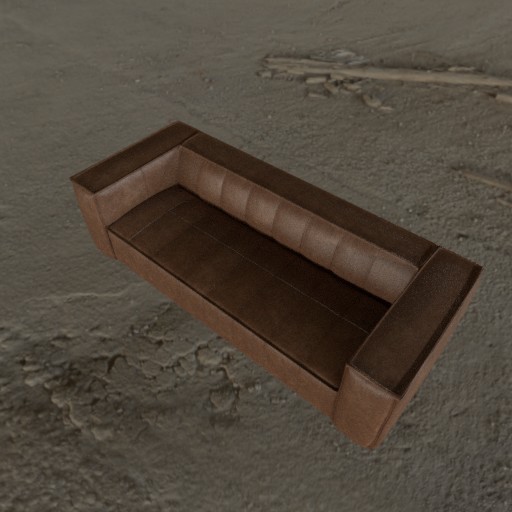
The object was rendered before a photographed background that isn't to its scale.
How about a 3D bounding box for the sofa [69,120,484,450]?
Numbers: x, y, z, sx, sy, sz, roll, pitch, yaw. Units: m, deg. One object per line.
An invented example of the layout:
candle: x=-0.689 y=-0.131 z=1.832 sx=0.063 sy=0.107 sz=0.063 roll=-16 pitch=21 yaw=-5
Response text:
sofa: x=0.000 y=0.000 z=3.035 sx=2.581 sy=0.701 sz=1.102 roll=31 pitch=54 yaw=26
